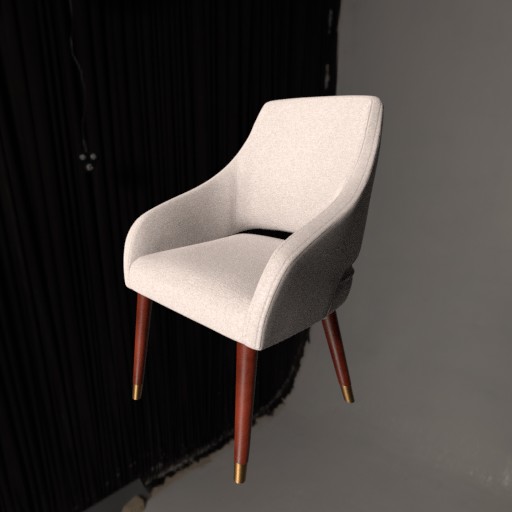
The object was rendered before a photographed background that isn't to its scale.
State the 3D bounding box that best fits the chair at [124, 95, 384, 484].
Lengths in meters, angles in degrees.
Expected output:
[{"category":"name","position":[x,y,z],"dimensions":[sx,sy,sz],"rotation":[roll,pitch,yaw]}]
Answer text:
[{"category":"chair","position":[0.000,0.000,1.280],"dimensions":[0.600,0.889,0.609],"rotation":[-16,23,-42]}]
